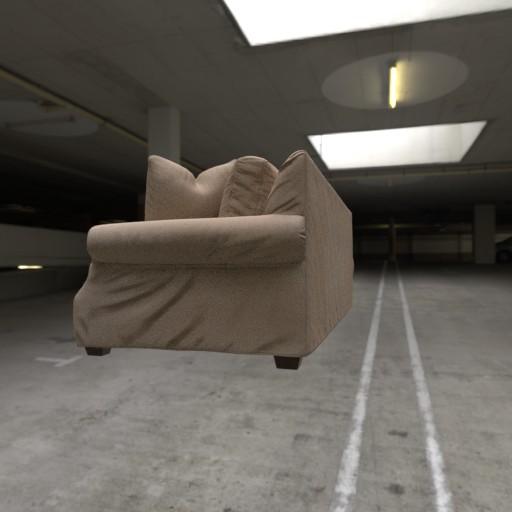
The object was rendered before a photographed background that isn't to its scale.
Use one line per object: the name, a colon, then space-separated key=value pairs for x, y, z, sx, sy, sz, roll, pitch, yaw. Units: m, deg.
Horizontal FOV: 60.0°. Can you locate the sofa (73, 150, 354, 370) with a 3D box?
sofa: x=0.000 y=0.000 z=2.816 sx=1.067 sy=0.904 sz=2.285 roll=0 pitch=-1 yaw=17
